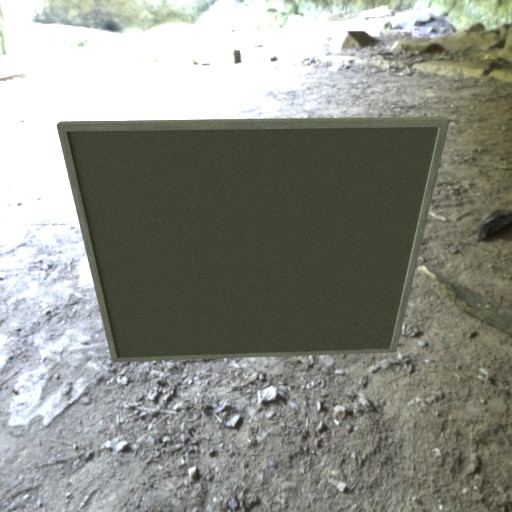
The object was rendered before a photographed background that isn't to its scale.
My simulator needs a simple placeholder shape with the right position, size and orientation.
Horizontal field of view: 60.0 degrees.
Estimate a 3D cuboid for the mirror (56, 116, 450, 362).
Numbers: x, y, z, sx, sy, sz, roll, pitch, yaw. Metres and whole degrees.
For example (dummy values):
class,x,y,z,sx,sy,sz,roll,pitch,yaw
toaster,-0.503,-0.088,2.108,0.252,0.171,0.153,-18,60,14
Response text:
class,x,y,z,sx,sy,sz,roll,pitch,yaw
mirror,0.000,0.000,1.133,0.839,0.689,0.028,-2,32,-2
